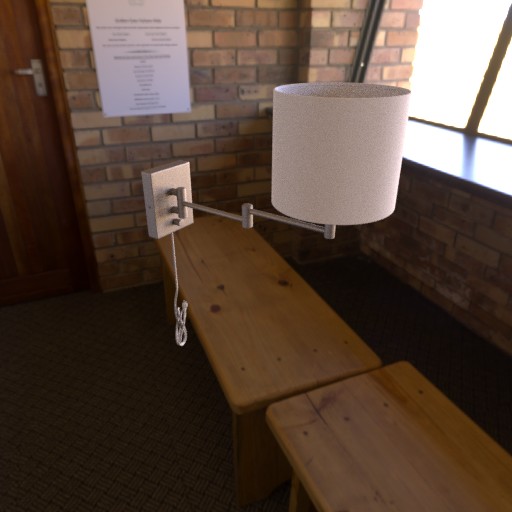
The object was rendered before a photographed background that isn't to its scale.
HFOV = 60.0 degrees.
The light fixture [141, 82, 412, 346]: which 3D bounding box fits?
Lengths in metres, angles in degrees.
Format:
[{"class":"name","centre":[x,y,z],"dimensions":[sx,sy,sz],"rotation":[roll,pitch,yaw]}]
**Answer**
[{"class":"light fixture","centre":[0.000,0.000,0.892],"dimensions":[0.516,0.651,0.203],"rotation":[18,32,31]}]
